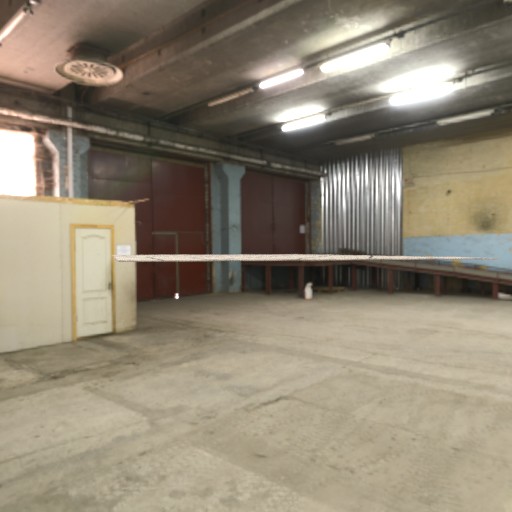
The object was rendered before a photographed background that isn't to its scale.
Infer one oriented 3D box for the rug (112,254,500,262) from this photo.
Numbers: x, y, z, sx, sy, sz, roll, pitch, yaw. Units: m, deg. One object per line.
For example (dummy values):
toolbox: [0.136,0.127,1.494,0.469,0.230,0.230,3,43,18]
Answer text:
rug: [0.000,0.000,4.024,2.468,0.022,3.061,0,1,-18]
